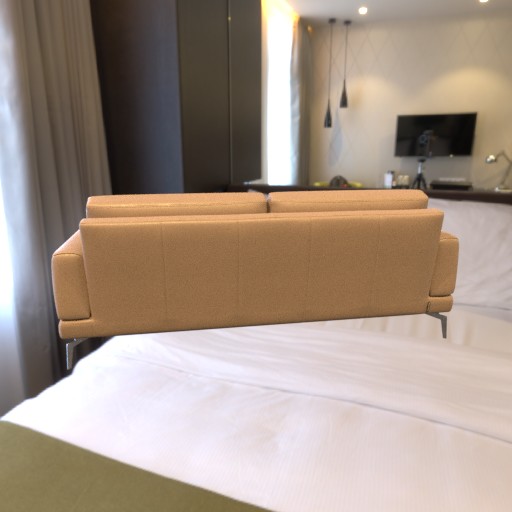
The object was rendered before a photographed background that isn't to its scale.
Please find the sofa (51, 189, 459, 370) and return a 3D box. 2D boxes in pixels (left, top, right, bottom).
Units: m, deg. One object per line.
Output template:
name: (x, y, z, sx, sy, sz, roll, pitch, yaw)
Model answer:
sofa: (0.000, 0.000, 2.461, 1.940, 0.765, 0.974, -3, 15, -10)
